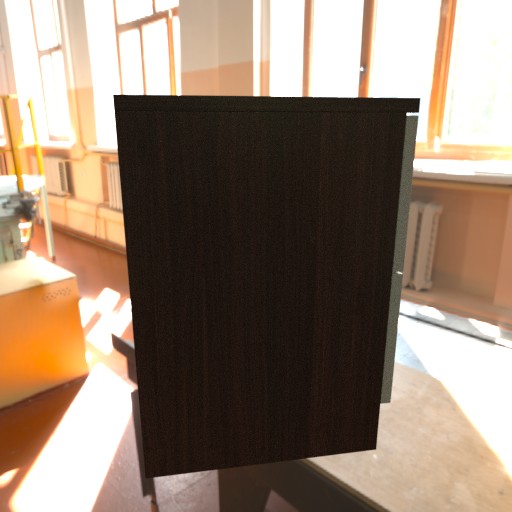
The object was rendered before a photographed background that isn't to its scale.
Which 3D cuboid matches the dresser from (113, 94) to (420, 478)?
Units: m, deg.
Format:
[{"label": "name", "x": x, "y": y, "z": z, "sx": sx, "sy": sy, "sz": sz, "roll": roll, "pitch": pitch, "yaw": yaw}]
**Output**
[{"label": "dresser", "x": 0.000, "y": 0.000, "z": 0.728, "sx": 0.360, "sy": 0.470, "sz": 0.400, "roll": -3, "pitch": 16, "yaw": -9}]
